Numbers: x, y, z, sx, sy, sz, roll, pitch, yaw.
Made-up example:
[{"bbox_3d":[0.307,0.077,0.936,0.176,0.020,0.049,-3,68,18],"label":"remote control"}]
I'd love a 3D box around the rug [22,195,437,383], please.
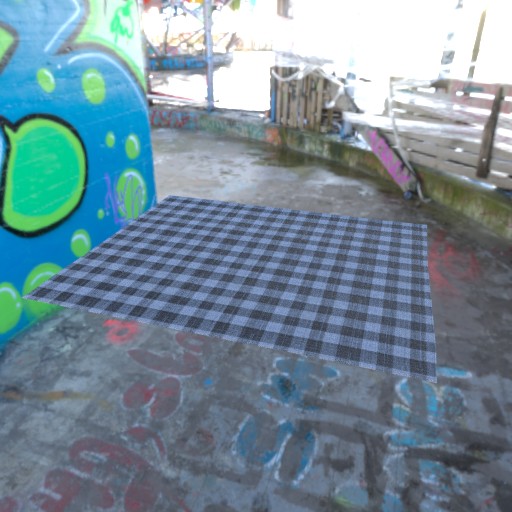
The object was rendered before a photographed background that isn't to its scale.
[{"bbox_3d":[0.000,0.000,4.038,3.021,0.013,2.432,8,29,16],"label":"rug"}]
